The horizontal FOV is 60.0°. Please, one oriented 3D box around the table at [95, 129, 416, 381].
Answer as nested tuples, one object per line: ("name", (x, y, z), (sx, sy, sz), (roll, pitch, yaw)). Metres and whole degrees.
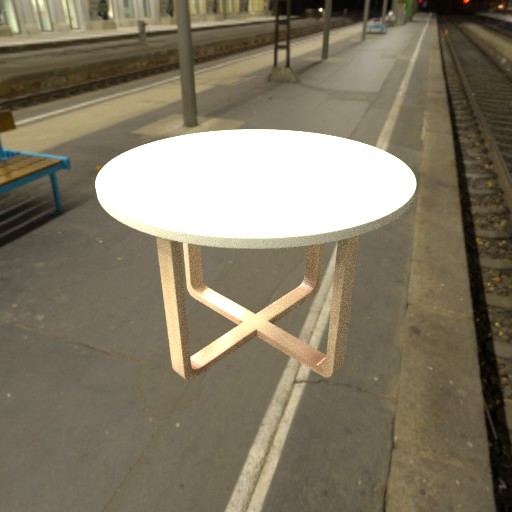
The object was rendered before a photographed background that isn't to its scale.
("table", (0.000, 0.000, 0.966), (0.600, 0.400, 0.600), (0, 30, 0))
